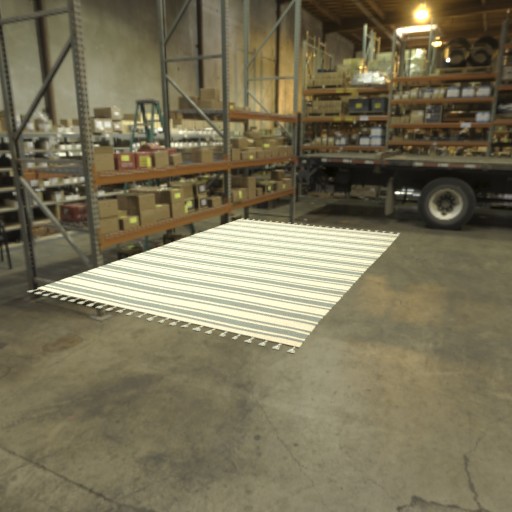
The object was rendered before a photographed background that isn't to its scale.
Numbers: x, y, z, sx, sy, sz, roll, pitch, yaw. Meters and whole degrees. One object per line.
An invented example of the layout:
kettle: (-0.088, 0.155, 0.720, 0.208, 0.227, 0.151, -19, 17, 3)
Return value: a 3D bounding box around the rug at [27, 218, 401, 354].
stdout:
rug: (0.000, 0.000, 3.064, 1.539, 0.011, 2.410, 8, 17, 26)
